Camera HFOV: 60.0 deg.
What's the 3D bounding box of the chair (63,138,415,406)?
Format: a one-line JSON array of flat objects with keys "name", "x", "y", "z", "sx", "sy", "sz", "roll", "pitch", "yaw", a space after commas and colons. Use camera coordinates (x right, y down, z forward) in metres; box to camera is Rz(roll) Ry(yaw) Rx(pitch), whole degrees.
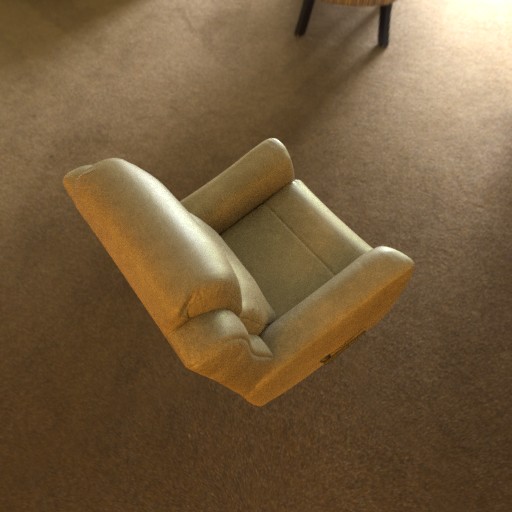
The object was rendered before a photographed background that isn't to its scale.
[{"name": "chair", "x": 0.000, "y": 0.000, "z": 1.886, "sx": 1.068, "sy": 1.116, "sz": 0.967, "roll": -32, "pitch": 62, "yaw": -19}]
